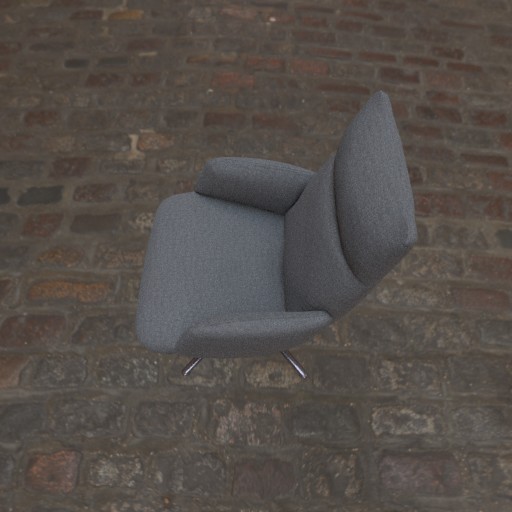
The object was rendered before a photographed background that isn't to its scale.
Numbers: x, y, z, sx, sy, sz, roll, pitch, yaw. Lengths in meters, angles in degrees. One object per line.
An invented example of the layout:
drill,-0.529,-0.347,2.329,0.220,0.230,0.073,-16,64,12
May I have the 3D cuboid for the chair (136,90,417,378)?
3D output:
chair,0.000,0.000,1.541,0.831,0.984,0.702,1,58,1
